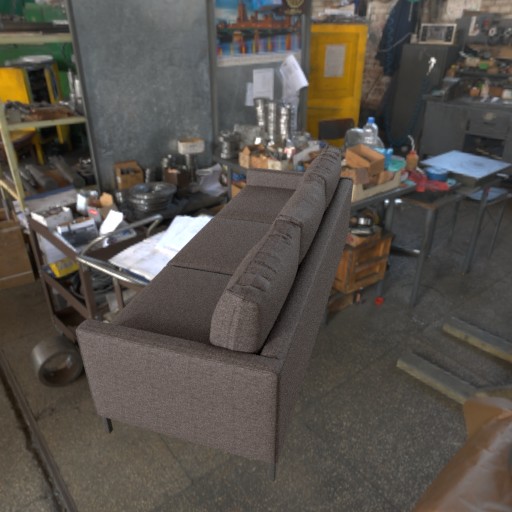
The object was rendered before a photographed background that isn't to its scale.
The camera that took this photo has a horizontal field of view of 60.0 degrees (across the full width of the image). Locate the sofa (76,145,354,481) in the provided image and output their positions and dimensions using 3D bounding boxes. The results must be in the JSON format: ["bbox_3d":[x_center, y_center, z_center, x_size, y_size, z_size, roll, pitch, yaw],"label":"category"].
[{"bbox_3d":[0.000,0.000,2.672,0.876,0.882,2.253,9,30,15],"label":"sofa"}]
